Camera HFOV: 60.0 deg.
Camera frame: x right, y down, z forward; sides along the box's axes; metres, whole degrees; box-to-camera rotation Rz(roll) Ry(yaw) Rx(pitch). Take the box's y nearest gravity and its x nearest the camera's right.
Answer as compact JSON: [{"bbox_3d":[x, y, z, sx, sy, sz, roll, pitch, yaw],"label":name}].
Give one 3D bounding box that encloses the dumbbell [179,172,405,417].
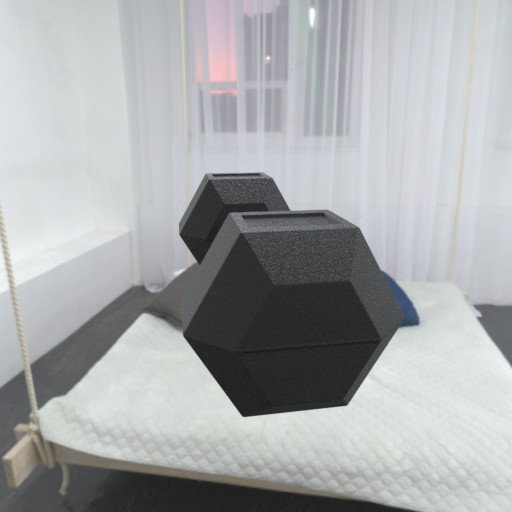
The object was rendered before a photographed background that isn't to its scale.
[{"bbox_3d":[0.000,0.000,0.418,0.141,0.123,0.356,-3,17,-9],"label":"dumbbell"}]
